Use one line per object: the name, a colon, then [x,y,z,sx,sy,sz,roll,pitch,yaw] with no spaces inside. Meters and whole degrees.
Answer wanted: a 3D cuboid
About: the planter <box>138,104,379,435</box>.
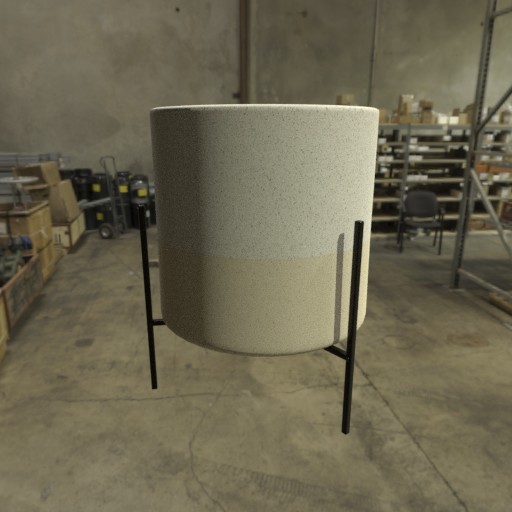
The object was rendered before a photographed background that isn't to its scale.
planter: [0.000,0.000,0.671,0.335,0.423,0.313,-3,17,-9]
